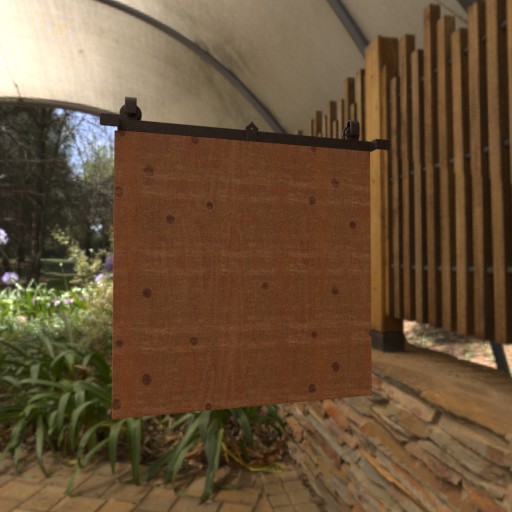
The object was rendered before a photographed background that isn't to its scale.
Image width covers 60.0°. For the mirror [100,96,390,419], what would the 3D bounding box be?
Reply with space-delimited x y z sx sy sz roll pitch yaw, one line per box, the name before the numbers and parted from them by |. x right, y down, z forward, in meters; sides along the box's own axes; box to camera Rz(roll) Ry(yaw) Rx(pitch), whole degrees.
mirror | 0.000 0.000 1.203 0.805 0.800 0.054 0 -2 -17
